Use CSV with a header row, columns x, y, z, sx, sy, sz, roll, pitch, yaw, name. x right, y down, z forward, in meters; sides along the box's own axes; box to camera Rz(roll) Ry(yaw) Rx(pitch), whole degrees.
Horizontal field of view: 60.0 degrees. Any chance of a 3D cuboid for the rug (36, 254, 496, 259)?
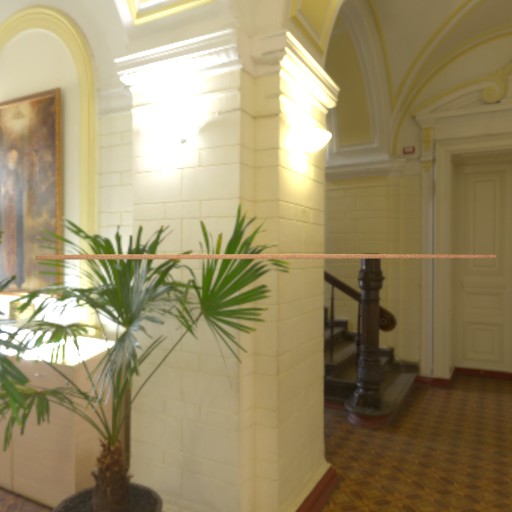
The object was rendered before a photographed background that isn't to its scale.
x,y,z,sx,sy,sz,roll,pitch,yaw,name
0.000,0.000,2.251,1.829,0.014,1.219,0,0,-17,rug
